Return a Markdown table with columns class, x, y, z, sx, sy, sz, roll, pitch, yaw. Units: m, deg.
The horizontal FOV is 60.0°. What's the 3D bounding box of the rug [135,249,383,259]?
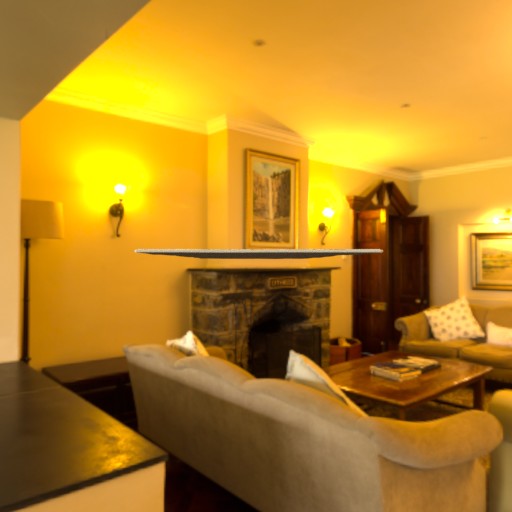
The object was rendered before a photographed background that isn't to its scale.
| class | x | y | z | sx | sy | sz | roll | pitch | yaw |
| --- | --- | --- | --- | --- | --- | --- | --- | --- | --- |
| rug | 0.000 | 0.000 | 2.690 | 0.857 | 0.018 | 2.383 | 0 | -1 | -1 |
